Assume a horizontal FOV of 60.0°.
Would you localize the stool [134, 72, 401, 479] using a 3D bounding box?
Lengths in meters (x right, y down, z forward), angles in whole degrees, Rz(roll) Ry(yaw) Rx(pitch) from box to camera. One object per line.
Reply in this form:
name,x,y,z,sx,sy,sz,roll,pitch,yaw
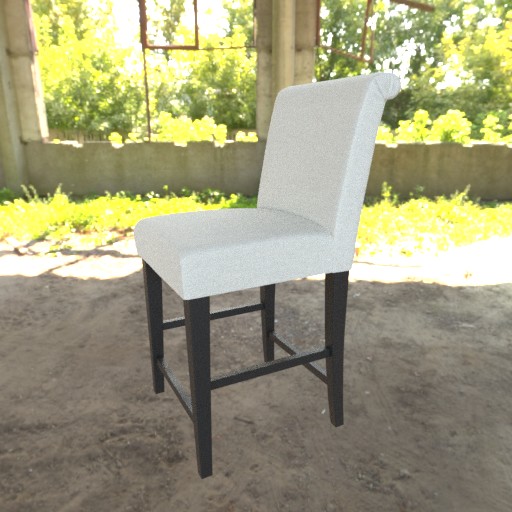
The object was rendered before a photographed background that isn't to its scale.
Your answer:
stool,0.000,0.000,1.284,0.597,0.976,0.452,-8,18,-27
